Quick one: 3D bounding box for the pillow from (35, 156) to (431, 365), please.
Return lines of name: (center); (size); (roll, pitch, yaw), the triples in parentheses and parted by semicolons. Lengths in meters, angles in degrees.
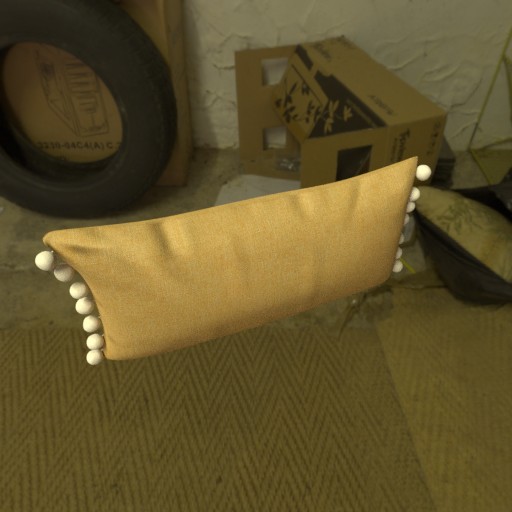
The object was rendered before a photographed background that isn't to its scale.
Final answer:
pillow: (0.000, 0.000, 0.840); (0.709, 0.322, 0.201); (-15, 45, -15)
